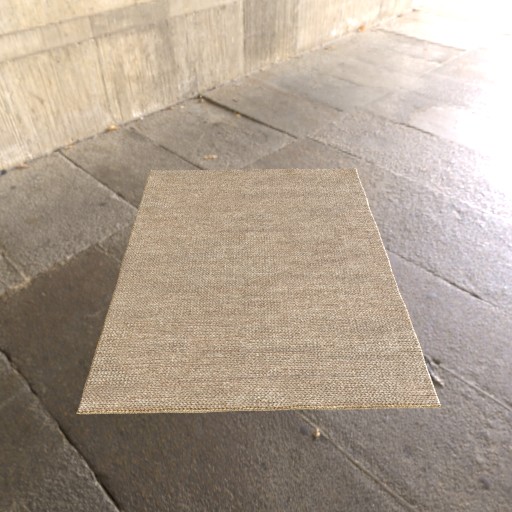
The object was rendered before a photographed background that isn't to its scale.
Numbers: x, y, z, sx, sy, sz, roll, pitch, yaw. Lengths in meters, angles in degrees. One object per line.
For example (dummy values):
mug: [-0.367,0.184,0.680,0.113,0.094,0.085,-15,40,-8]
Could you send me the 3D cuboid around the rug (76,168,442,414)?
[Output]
rug: [0.000,0.000,4.058,2.429,0.030,3.052,-1,42,-1]
